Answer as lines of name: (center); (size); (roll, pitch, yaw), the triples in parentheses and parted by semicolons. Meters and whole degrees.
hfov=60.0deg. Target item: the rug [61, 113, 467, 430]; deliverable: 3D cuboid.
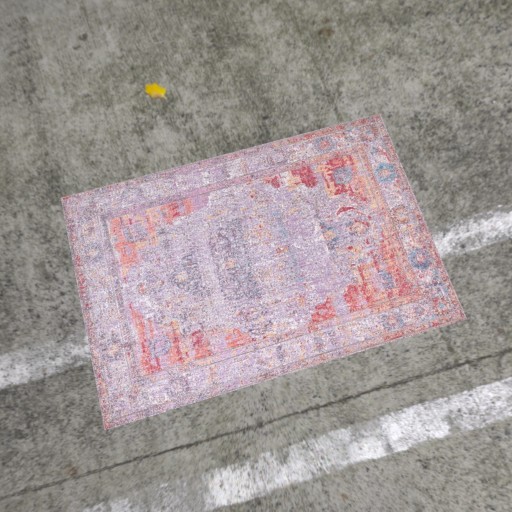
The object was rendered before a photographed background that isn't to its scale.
rug: (0.000, 0.000, 2.294); (1.829, 0.005, 1.219); (-16, 75, -4)
